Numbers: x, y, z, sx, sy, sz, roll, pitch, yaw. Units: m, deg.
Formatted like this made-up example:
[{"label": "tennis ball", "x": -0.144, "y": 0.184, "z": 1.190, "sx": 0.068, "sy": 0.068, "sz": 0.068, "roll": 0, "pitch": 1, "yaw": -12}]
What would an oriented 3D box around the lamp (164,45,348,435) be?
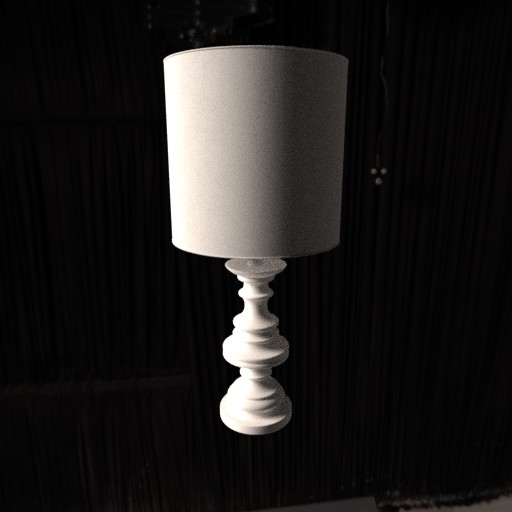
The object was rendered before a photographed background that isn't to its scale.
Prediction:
[{"label": "lamp", "x": 0.000, "y": 0.000, "z": 0.567, "sx": 0.208, "sy": 0.455, "sz": 0.208, "roll": -2, "pitch": 15, "yaw": -9}]
